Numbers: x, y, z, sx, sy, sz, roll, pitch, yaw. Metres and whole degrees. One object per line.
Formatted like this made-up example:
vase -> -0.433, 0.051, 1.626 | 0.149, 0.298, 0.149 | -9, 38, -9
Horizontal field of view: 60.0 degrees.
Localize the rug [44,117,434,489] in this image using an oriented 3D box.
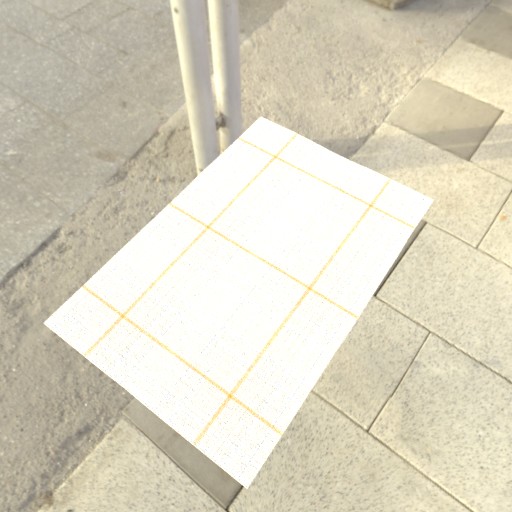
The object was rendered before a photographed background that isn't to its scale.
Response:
rug -> 0.000, 0.000, 2.354 | 1.232, 0.015, 1.825 | 31, 63, 18
